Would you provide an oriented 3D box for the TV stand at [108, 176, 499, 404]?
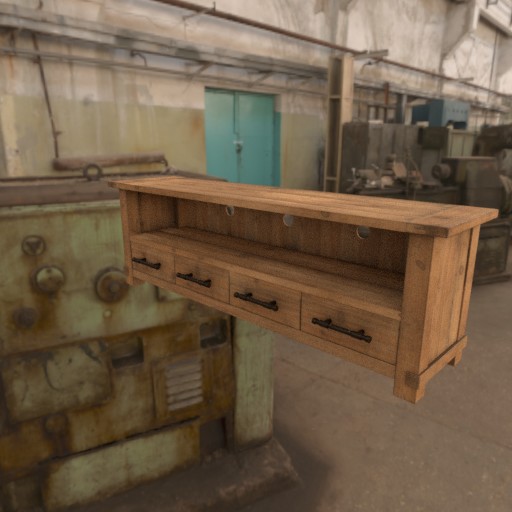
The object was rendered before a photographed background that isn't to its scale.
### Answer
[{"bbox_3d":[0.000,0.000,1.993,1.804,0.573,0.453,14,21,42],"label":"TV stand"}]
